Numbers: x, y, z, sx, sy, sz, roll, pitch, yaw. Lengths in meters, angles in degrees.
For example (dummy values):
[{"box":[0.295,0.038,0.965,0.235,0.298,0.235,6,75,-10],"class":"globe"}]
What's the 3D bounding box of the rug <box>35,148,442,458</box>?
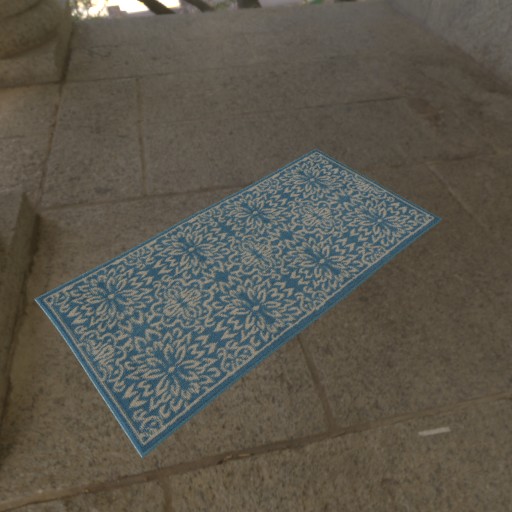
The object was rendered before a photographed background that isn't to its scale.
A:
[{"box":[0.000,0.000,1.432,1.219,0.007,0.604,-33,54,-28],"class":"rug"}]
